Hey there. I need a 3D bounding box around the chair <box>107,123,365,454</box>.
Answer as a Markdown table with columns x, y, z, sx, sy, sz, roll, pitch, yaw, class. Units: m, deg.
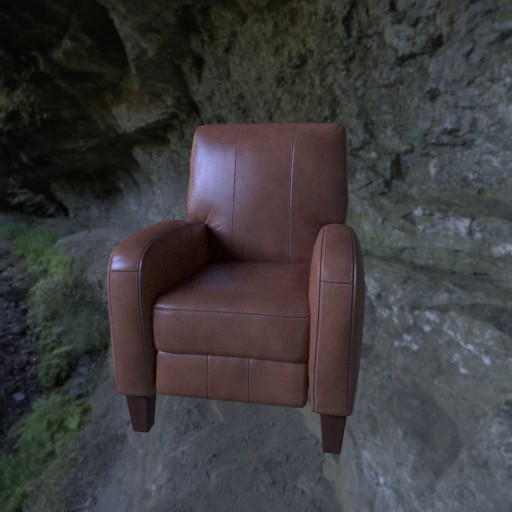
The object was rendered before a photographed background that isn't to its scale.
| x | y | z | sx | sy | sz | roll | pitch | yaw | class |
| --- | --- | --- | --- | --- | --- | --- | --- | --- | --- |
| 0.000 | 0.000 | 1.670 | 0.762 | 0.990 | 0.990 | 2 | 14 | 9 | chair |
